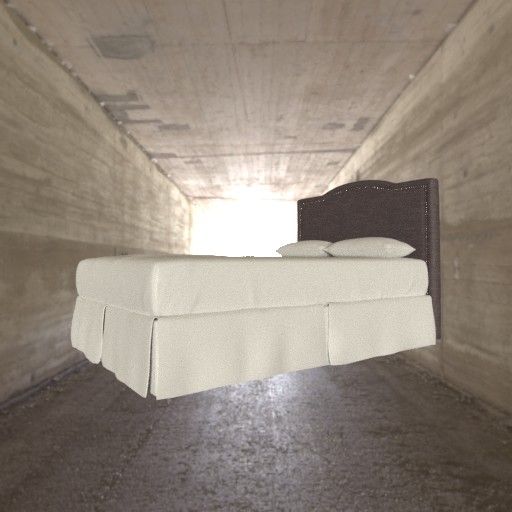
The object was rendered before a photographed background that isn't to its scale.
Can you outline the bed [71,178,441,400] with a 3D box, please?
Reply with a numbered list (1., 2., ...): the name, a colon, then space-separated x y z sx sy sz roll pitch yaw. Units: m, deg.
1. bed: 0.000 0.000 3.558 2.507 1.441 1.741 0 0 -35
